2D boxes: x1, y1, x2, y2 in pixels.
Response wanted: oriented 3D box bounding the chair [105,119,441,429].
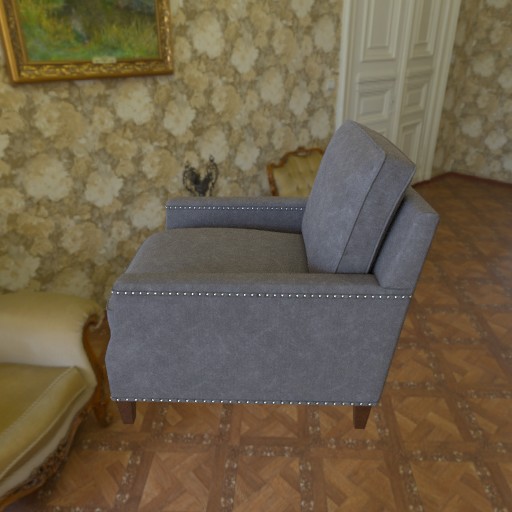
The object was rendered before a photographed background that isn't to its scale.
[{"bbox_3d":[0.000,0.000,1.710,1.014,0.948,0.853,1,26,1],"label":"chair"}]
